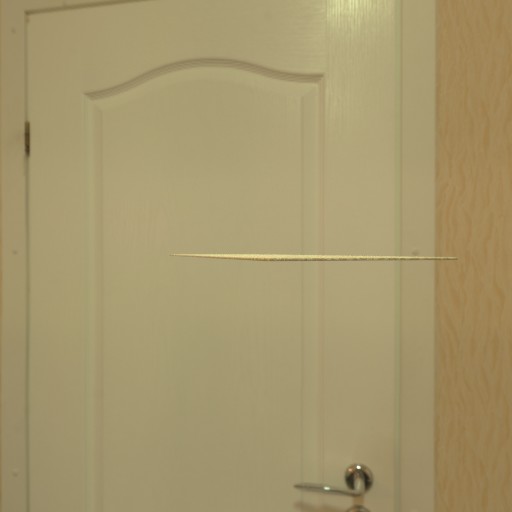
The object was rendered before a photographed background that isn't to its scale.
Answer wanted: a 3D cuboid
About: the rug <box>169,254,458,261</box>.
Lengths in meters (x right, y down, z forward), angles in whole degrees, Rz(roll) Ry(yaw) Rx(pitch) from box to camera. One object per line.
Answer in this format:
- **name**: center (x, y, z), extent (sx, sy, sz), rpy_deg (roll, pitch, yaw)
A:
- **rug**: center (0.000, 0.000, 2.446), extent (0.676, 0.008, 2.277), rpy_deg (0, 1, -18)
